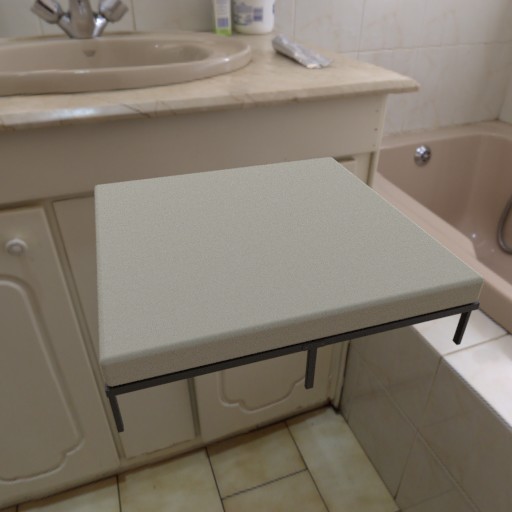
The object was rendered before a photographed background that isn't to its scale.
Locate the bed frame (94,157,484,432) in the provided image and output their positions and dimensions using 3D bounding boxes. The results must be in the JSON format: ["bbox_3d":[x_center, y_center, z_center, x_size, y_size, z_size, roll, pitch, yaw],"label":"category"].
[{"bbox_3d":[0.000,0.000,3.954,2.635,0.680,2.526,-10,35,-15],"label":"bed frame"}]
